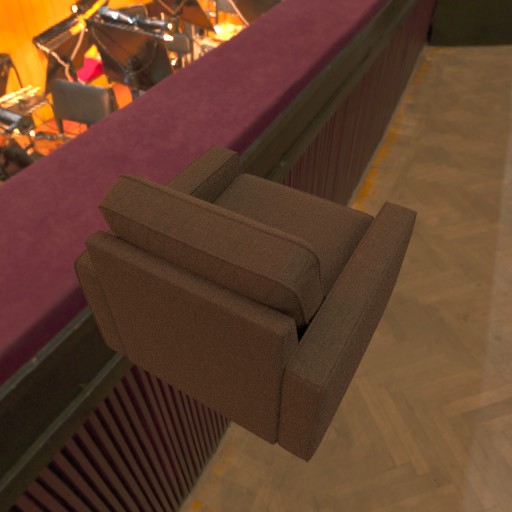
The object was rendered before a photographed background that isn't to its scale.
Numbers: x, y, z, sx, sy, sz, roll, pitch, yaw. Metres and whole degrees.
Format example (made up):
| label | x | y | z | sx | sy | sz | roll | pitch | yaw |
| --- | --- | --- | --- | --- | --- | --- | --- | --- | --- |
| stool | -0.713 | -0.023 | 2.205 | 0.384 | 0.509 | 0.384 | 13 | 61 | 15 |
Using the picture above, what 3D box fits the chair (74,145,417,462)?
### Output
| label | x | y | z | sx | sy | sz | roll | pitch | yaw |
| --- | --- | --- | --- | --- | --- | --- | --- | --- | --- |
| chair | 0.000 | 0.000 | 1.761 | 1.017 | 0.919 | 0.940 | 23 | 50 | 21 |
